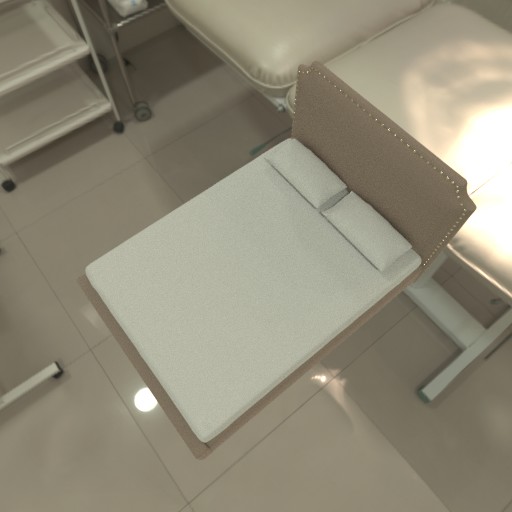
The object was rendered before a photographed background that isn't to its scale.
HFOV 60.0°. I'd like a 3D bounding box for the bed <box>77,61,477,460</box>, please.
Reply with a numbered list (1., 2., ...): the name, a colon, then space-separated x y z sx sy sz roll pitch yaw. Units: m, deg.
1. bed: 0.000 0.000 3.359 2.372 1.443 1.713 -36 68 -16
